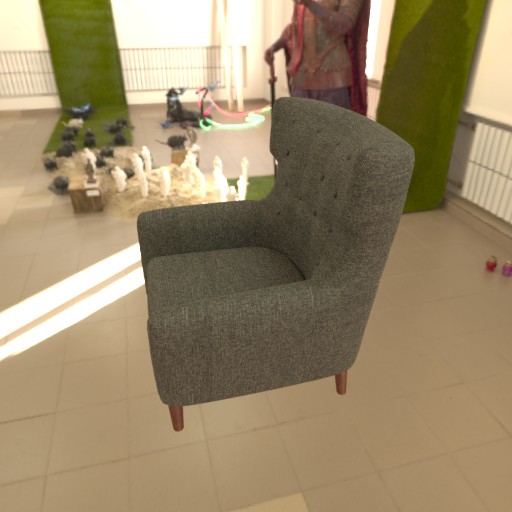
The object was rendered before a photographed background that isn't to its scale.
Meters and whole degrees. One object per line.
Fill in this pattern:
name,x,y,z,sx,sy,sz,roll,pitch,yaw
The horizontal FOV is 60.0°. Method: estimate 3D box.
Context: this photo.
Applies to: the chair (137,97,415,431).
chair,0.000,0.000,1.775,0.904,1.063,0.878,-8,31,-13
